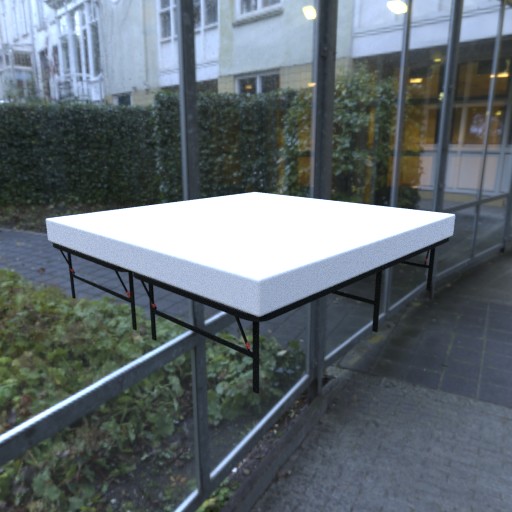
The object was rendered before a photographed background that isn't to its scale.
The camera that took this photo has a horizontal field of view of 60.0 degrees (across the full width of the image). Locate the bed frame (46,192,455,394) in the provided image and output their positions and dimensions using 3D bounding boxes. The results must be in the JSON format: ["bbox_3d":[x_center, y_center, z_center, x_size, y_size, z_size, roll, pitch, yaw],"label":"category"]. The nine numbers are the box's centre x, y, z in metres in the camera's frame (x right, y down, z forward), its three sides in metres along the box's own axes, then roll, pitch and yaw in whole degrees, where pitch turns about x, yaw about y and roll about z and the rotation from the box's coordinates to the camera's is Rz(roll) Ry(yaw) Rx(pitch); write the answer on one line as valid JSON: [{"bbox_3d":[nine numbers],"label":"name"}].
[{"bbox_3d":[0.000,0.000,3.095,1.930,0.559,2.032,14,20,41],"label":"bed frame"}]
